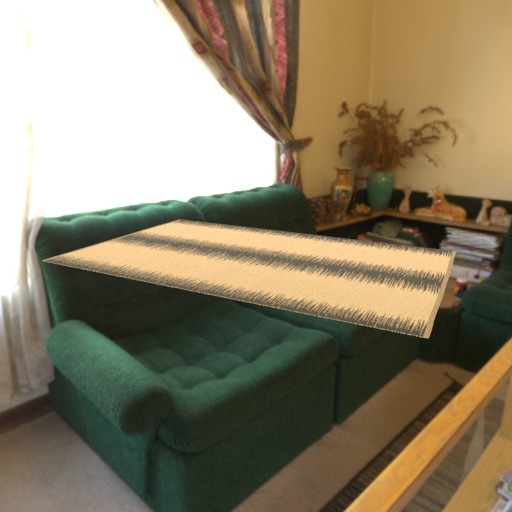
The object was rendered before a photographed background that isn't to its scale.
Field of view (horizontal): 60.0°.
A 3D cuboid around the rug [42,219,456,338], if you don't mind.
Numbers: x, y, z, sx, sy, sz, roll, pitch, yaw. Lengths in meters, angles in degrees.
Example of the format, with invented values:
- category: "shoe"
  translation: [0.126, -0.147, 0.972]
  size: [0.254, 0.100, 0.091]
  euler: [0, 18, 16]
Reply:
- category: "rug"
  translation: [0.000, 0.000, 3.070]
  size: [2.453, 0.003, 1.519]
  euler: [8, 18, 26]
